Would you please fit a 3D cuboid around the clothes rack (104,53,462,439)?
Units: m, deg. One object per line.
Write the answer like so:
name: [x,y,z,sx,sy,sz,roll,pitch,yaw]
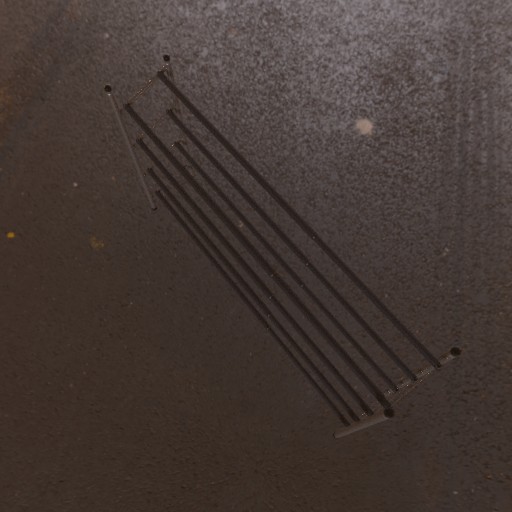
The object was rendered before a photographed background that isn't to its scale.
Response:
clothes rack: [0.000,0.000,1.424,0.229,0.672,1.168,-35,69,-16]
